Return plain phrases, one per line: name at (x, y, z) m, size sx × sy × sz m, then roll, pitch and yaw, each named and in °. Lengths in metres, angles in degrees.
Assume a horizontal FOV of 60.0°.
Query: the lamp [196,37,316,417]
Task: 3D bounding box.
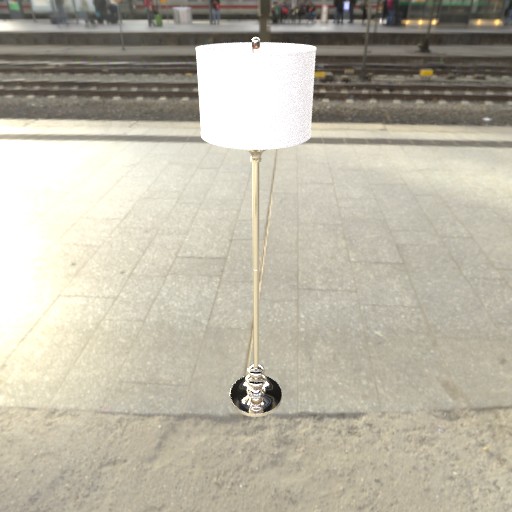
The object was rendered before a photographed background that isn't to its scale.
lamp at (0.000, 0.000, 1.677) m, size 0.356 × 1.487 × 0.356 m, roll 1°, pitch 30°, yaw 2°
